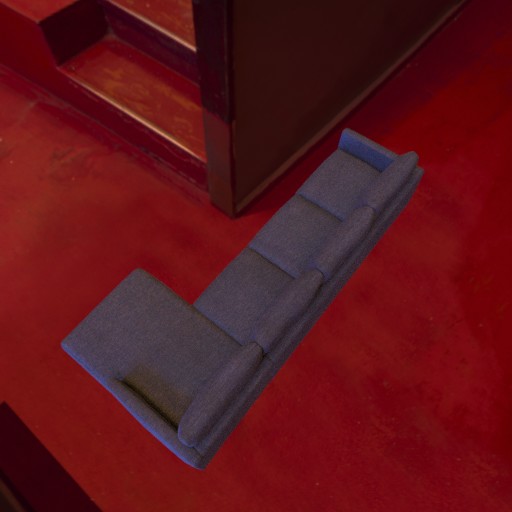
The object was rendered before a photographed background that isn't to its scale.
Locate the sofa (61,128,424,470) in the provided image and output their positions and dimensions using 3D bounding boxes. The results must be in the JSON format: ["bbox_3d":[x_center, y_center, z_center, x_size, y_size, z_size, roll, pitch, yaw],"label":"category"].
[{"bbox_3d":[0.000,0.000,3.541,1.350,0.810,2.932,35,67,17],"label":"sofa"}]
